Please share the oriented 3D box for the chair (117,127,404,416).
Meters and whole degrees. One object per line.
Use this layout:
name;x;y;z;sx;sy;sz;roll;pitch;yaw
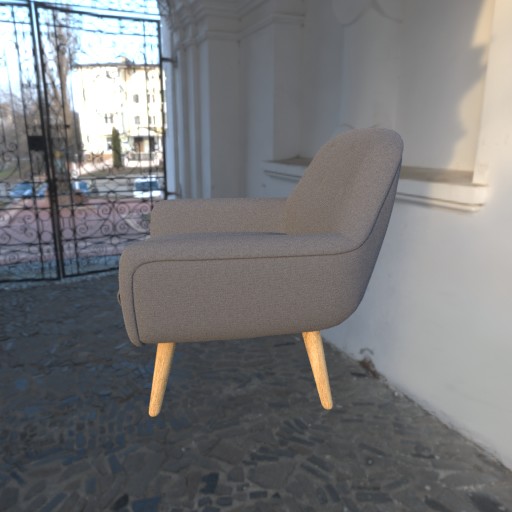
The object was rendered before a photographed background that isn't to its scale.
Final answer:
chair;0.000;0.000;1.438;0.779;0.800;0.770;-2;15;-6
